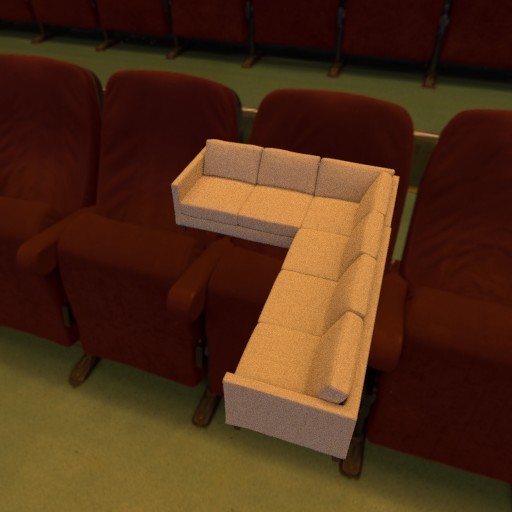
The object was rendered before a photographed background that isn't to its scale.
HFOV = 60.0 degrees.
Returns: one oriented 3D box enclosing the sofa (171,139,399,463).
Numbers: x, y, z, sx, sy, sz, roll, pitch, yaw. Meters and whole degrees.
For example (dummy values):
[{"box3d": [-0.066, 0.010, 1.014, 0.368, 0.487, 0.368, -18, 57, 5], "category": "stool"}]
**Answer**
[{"box3d": [0.000, 0.000, 4.399, 2.432, 0.863, 3.182, 13, 42, 14], "category": "sofa"}]
